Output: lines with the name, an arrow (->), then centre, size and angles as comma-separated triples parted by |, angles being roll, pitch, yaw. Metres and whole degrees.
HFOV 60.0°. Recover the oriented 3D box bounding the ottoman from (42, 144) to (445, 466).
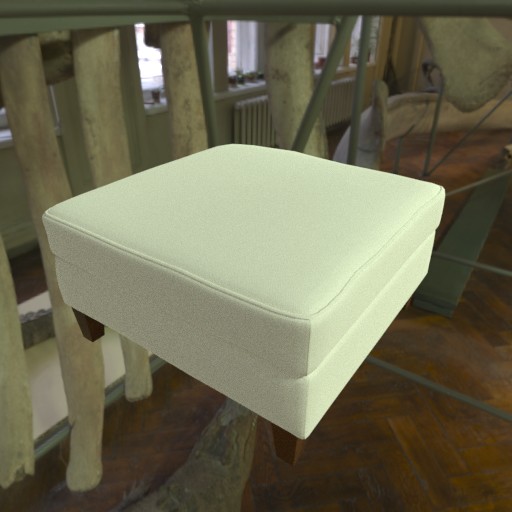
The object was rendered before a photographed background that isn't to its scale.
ottoman -> 0.000, 0.000, 1.335 | 0.838, 0.479, 0.838 | 19, 35, 31
